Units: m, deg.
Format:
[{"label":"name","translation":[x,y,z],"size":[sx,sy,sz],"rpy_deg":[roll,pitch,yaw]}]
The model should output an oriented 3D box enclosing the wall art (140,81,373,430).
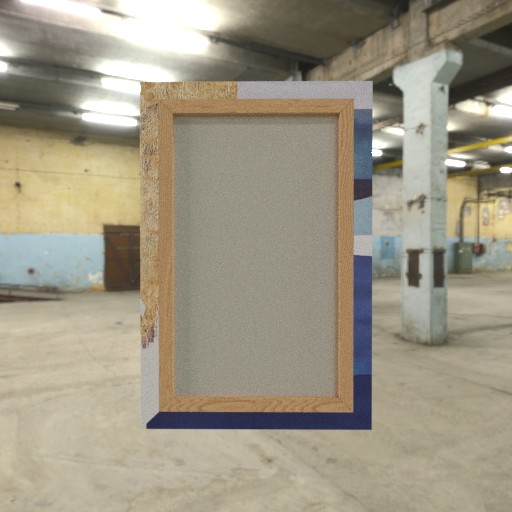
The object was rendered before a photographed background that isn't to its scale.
[{"label":"wall art","translation":[0.000,0.000,1.179],"size":[0.607,0.911,0.039],"rpy_deg":[0,1,0]}]
